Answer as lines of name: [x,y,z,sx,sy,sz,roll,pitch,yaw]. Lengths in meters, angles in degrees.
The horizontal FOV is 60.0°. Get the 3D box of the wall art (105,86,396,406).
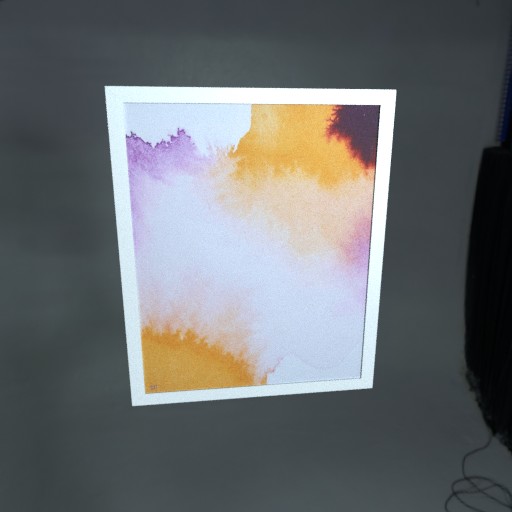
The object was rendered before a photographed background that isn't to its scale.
wall art: [0.000,0.000,0.643,0.382,0.456,0.013,-2,16,-7]
